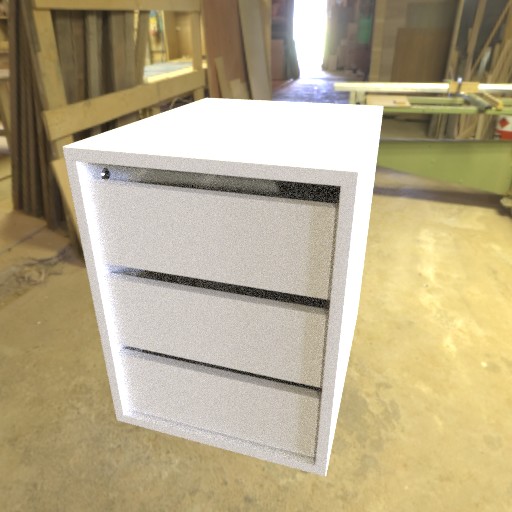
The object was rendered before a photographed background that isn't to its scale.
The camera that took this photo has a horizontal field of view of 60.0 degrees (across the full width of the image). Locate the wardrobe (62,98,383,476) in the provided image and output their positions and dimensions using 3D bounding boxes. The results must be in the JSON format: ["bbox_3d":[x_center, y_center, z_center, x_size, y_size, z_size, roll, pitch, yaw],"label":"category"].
[{"bbox_3d":[0.000,0.000,0.884,0.400,0.520,0.500,8,28,15],"label":"wardrobe"}]
